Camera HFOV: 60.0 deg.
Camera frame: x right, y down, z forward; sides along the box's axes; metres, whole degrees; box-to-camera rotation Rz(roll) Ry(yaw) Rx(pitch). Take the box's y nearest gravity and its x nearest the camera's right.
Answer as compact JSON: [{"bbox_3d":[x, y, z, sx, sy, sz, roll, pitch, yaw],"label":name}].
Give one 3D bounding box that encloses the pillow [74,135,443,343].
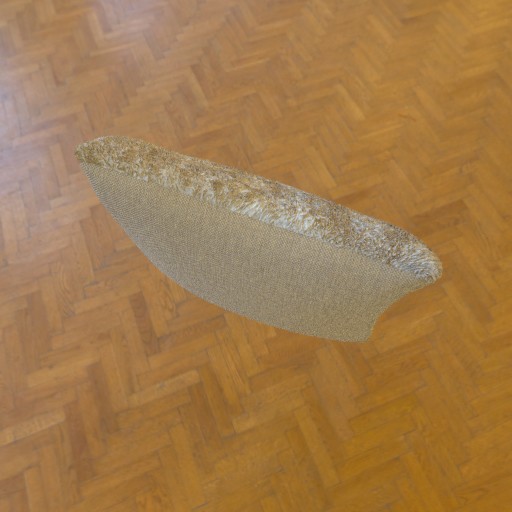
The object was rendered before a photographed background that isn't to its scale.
[{"bbox_3d":[0.000,0.000,0.815,0.529,0.515,0.218,19,64,10],"label":"pillow"}]
